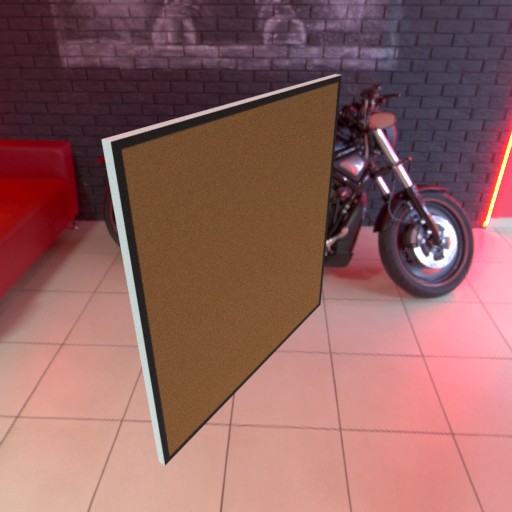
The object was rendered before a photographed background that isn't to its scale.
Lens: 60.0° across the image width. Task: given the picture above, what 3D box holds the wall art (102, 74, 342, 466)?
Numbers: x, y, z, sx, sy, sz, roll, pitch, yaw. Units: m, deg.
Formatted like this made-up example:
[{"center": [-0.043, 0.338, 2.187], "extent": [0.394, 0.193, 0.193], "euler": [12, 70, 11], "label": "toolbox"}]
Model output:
[{"center": [0.000, 0.000, 1.173], "extent": [0.022, 0.803, 0.805], "euler": [20, 36, 30], "label": "wall art"}]
